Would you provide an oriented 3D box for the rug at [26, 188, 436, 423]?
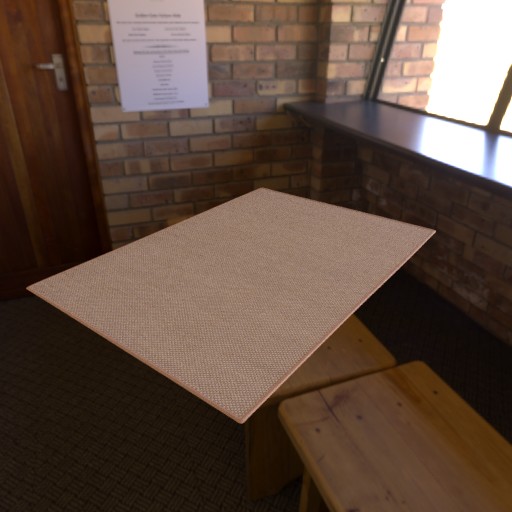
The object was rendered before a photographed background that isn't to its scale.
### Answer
[{"bbox_3d":[0.000,0.000,2.745,1.524,0.013,2.134,20,33,33],"label":"rug"}]
